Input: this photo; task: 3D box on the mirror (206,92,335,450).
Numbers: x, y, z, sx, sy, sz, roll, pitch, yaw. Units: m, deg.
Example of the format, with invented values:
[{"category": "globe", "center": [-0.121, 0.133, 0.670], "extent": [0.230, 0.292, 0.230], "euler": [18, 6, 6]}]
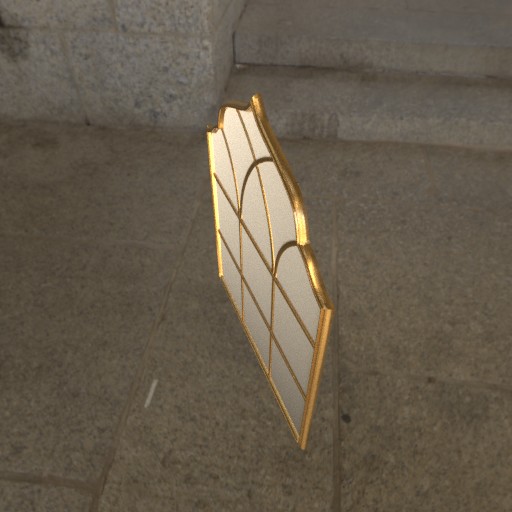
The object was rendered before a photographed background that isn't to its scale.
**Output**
[{"category": "mirror", "center": [0.000, 0.000, 0.835], "extent": [0.018, 0.635, 0.513], "euler": [-16, 48, -15]}]
